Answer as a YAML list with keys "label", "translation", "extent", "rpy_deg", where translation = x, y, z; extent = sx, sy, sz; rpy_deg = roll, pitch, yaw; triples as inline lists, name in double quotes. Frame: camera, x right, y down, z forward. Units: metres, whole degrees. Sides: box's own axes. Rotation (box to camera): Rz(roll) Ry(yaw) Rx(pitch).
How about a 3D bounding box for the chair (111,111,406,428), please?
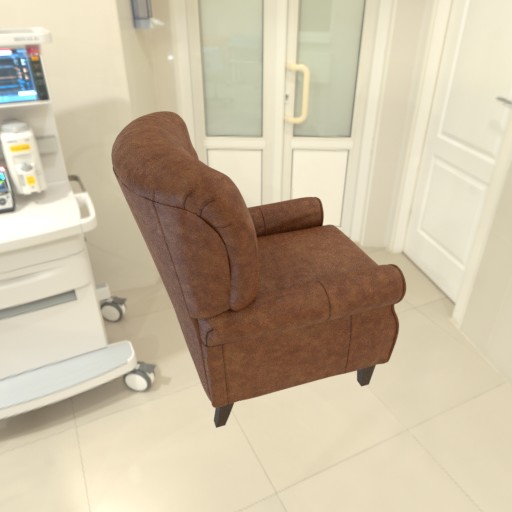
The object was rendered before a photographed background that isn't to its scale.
- label: "chair"
  translation: [0.000, 0.000, 1.933]
  extent: [1.059, 1.164, 0.951]
  rpy_deg: [-10, 32, -16]
